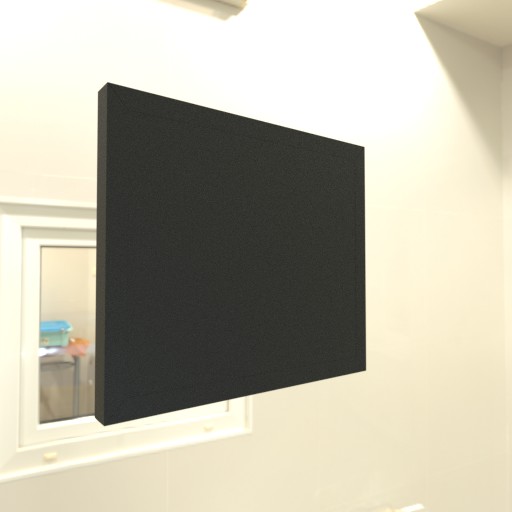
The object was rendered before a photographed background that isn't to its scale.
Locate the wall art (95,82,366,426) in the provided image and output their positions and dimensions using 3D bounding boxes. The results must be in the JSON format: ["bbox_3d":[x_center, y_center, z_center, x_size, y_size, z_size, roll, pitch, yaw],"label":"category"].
[{"bbox_3d":[0.000,0.000,0.550,0.381,0.330,0.029,1,-2,-37],"label":"wall art"}]
